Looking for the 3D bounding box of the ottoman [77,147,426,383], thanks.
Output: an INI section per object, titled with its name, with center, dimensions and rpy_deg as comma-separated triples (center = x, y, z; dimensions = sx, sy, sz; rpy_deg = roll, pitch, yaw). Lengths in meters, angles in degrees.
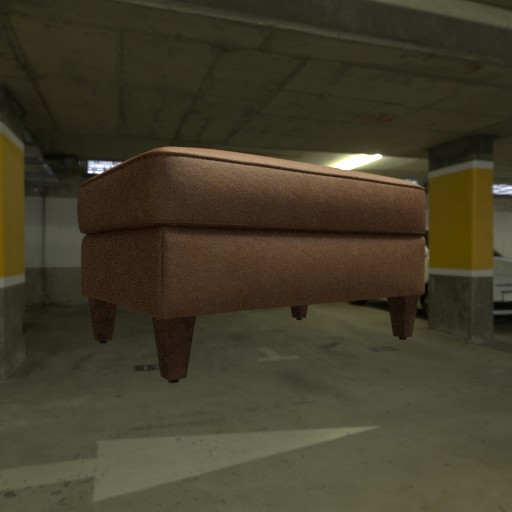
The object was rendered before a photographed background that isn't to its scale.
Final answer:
[ottoman]
center = 0.000, 0.000, 1.255
dimensions = 0.864, 0.483, 0.584
rpy_deg = 0, 1, -36
